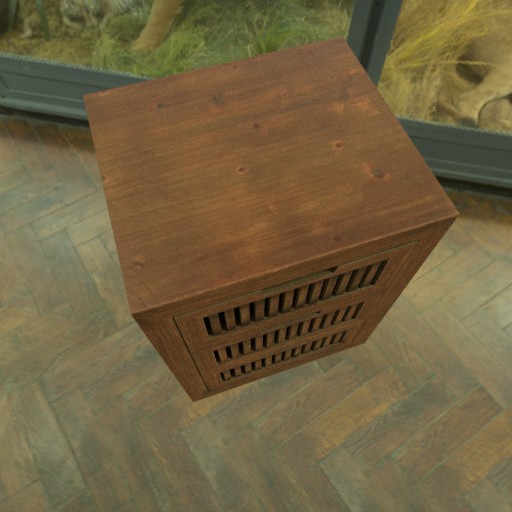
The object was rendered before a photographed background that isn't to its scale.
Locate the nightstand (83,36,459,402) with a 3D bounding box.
[{"bbox_3d":[0.000,0.000,0.980,0.465,0.695,0.410,-17,63,-9],"label":"nightstand"}]
